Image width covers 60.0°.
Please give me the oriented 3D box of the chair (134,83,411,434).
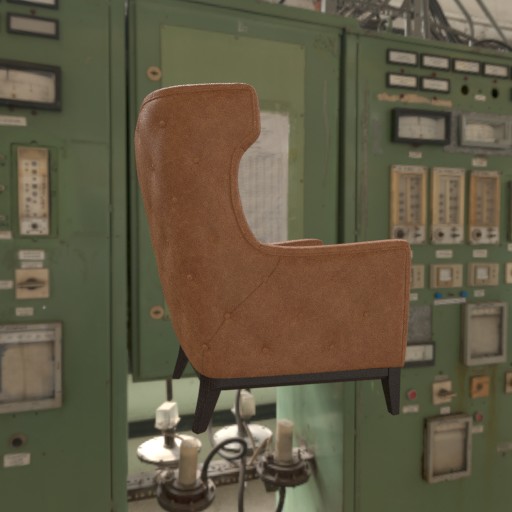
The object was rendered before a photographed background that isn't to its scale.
[{"bbox_3d":[0.000,0.000,1.718,0.899,1.079,0.766,-1,3,-17],"label":"chair"}]
